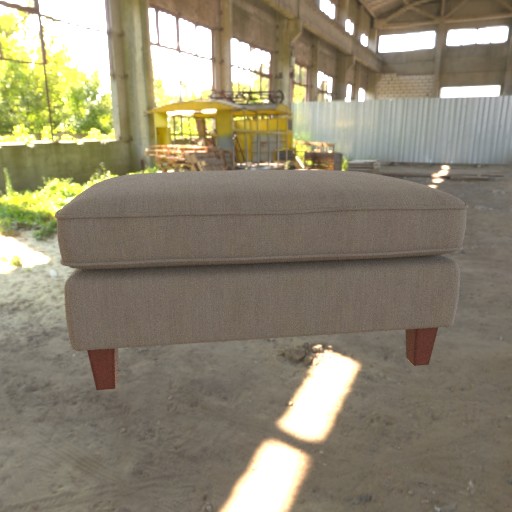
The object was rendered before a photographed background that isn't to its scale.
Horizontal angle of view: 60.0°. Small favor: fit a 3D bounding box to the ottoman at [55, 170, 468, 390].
[{"bbox_3d":[0.000,0.000,1.292,0.941,0.480,0.636,-2,15,-8],"label":"ottoman"}]
